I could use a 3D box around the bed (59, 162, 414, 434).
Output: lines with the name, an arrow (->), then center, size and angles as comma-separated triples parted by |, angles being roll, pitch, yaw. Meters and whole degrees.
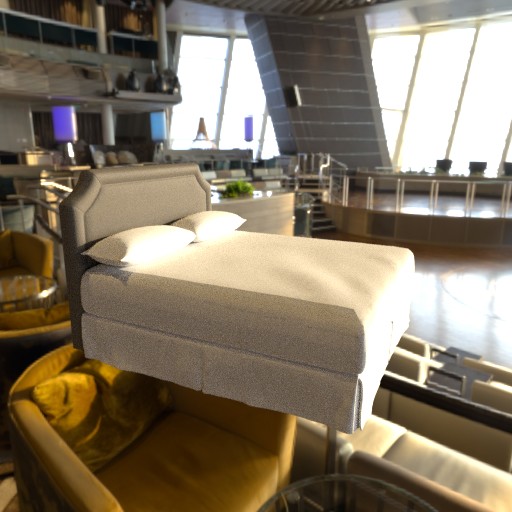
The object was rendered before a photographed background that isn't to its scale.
bed -> 0.000, 0.000, 4.026 | 2.536, 1.561, 2.194 | 7, 16, 26
